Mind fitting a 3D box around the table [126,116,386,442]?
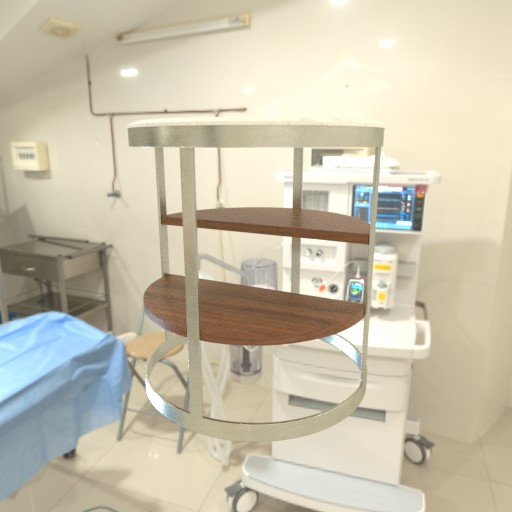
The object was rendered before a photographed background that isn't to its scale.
[{"bbox_3d":[0.000,0.000,0.775,0.407,0.447,0.407,0,14,0],"label":"table"}]
